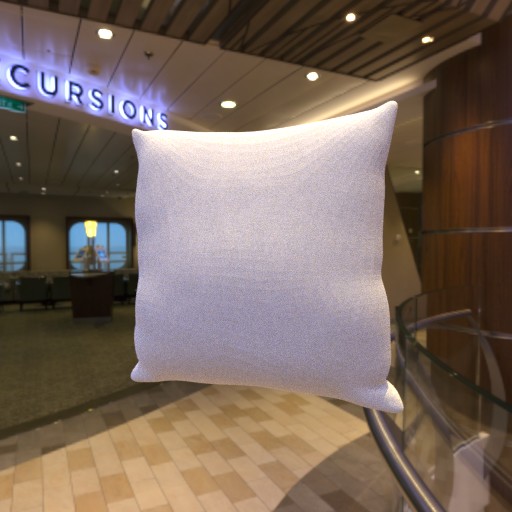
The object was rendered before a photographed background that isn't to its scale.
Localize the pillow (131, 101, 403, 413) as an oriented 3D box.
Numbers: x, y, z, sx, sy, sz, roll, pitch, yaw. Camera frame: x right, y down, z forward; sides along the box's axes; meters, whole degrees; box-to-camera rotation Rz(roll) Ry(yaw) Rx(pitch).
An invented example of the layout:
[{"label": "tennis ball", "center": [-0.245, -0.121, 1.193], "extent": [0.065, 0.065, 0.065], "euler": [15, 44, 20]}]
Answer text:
[{"label": "pillow", "center": [0.000, 0.000, 0.692], "extent": [0.440, 0.441, 0.182], "euler": [0, 1, 17]}]
